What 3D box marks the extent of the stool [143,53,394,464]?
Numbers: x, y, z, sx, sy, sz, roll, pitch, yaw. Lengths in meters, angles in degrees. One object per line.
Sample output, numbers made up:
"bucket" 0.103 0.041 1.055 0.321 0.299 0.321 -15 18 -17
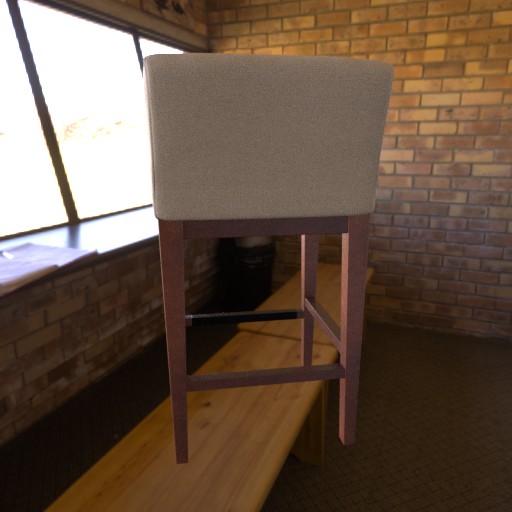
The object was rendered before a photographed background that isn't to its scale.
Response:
"stool" 0.000 0.000 1.196 0.511 0.937 0.500 -2 15 -9
